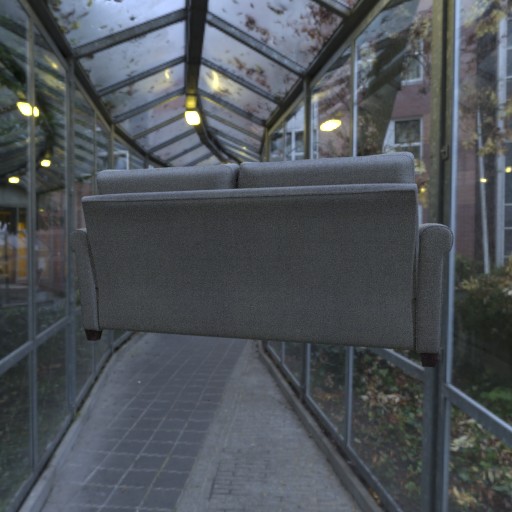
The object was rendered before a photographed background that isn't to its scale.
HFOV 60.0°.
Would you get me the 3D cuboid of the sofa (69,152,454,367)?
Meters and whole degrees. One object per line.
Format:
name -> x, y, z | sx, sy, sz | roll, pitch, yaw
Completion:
sofa -> 0.000, 0.000, 2.438 | 1.935, 0.942, 0.842 | 0, 2, 18
